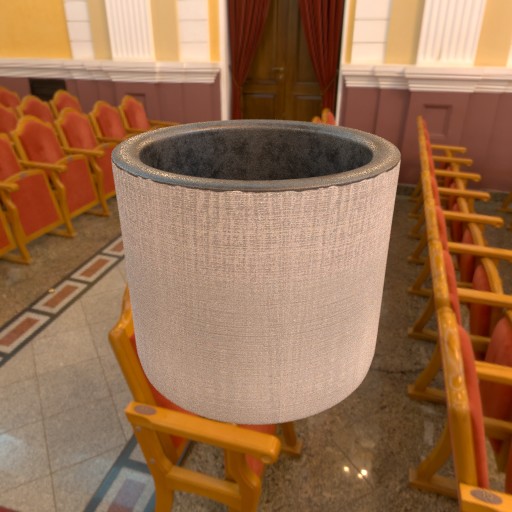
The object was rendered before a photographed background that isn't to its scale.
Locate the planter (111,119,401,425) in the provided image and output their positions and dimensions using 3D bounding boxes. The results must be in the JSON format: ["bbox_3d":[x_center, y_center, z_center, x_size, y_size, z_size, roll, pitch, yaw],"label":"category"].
[{"bbox_3d":[0.000,0.000,0.220,0.125,0.112,0.125,0,27,0],"label":"planter"}]
